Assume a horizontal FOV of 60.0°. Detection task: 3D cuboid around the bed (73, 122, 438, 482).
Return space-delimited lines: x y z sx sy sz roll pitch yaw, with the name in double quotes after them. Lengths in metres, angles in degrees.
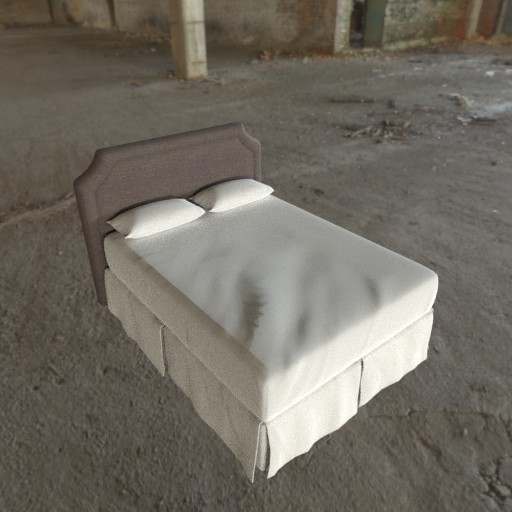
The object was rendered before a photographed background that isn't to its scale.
0.000 0.000 3.135 1.693 1.290 2.116 -22 37 -33 "bed"
